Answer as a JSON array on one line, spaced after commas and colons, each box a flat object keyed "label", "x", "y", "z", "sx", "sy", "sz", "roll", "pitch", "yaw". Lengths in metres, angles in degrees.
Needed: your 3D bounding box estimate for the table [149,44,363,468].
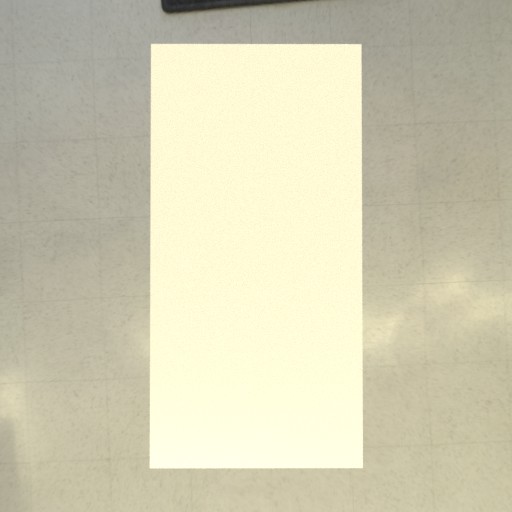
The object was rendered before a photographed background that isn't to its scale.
[{"label": "table", "x": 0.000, "y": 0.000, "z": 1.263, "sx": 0.500, "sy": 0.440, "sz": 1.000, "roll": 0, "pitch": 89, "yaw": 0}]
